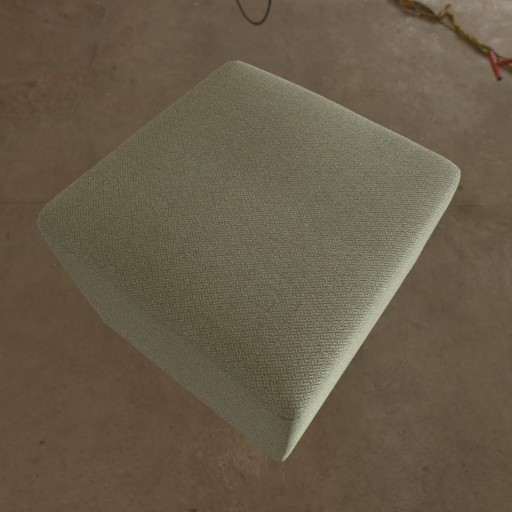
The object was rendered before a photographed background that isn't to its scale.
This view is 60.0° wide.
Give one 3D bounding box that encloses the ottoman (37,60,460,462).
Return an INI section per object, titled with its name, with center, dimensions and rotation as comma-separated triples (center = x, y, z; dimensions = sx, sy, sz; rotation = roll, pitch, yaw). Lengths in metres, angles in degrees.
[ottoman]
center = 0.000, 0.000, 0.875
dimensions = 0.512, 0.453, 0.521
rotation = 33, 64, 18
